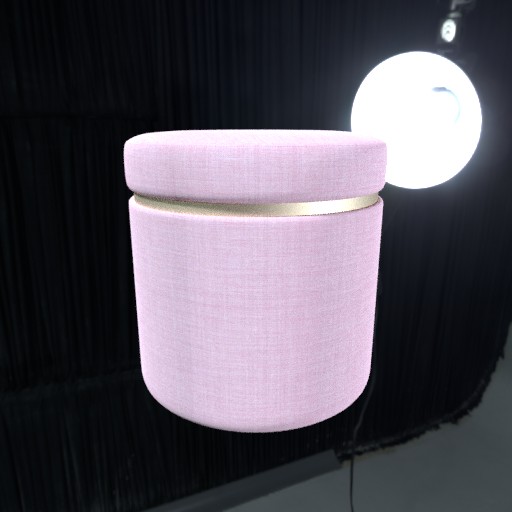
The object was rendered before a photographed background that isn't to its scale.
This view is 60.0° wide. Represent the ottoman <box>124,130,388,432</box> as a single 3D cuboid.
[{"bbox_3d":[0.000,0.000,0.743,0.400,0.406,0.400,0,16,0],"label":"ottoman"}]
